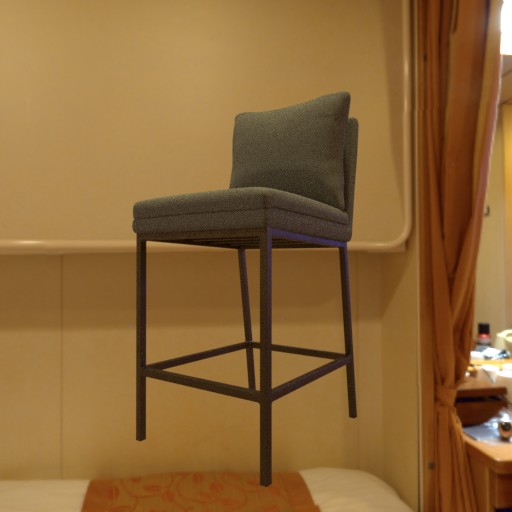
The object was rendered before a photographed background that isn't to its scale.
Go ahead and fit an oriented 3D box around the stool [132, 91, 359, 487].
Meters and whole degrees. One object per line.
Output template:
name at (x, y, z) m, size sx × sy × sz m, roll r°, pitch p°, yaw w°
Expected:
stool at (0.000, 0.000, 1.334) m, size 0.463 × 1.031 × 0.569 m, roll 0°, pitch -1°, yaw 36°
